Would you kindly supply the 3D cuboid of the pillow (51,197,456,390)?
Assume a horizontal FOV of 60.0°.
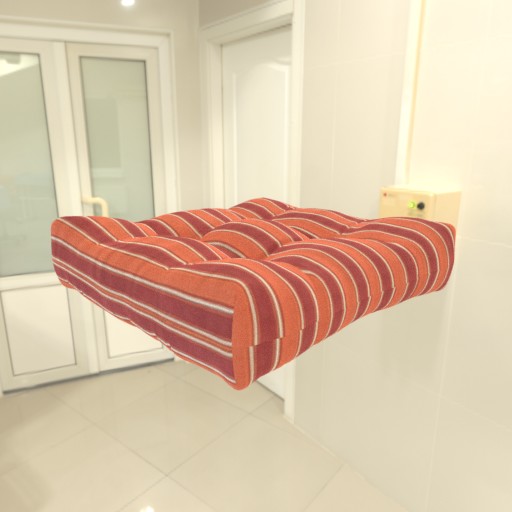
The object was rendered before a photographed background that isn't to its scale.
[{"bbox_3d":[0.000,0.000,0.716,0.490,0.133,0.468,-15,21,-42],"label":"pillow"}]
